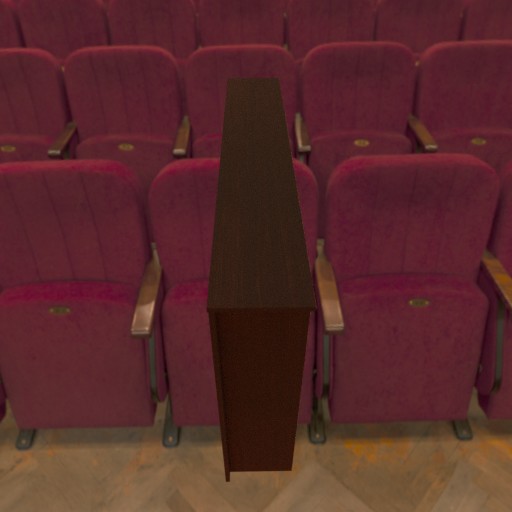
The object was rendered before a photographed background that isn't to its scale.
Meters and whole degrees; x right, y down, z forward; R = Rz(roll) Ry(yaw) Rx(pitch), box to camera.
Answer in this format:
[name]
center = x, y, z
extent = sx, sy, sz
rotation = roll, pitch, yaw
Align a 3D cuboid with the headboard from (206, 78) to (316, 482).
[headboard]
center = 0.000, 0.000, 2.110
extent = 0.279, 1.092, 1.671
rotation = -1, 41, -1
